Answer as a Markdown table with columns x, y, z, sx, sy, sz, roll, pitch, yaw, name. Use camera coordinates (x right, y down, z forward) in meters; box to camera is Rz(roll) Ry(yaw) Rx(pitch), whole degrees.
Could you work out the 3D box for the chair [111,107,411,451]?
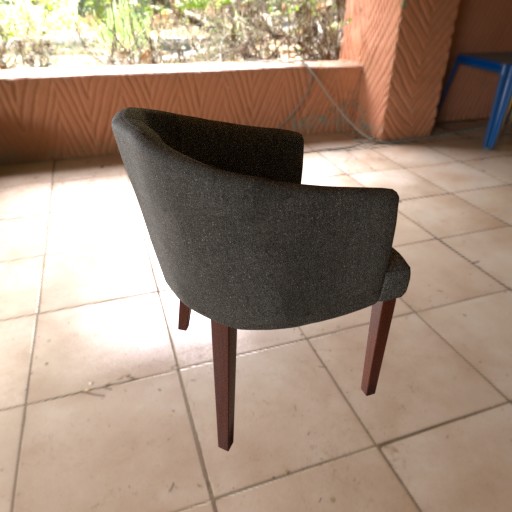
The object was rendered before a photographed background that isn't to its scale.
| x | y | z | sx | sy | sz | roll | pitch | yaw | name |
| --- | --- | --- | --- | --- | --- | --- | --- | --- | --- |
| 0.000 | 0.000 | 1.237 | 0.655 | 0.811 | 0.583 | -10 | 32 | -17 | chair |
